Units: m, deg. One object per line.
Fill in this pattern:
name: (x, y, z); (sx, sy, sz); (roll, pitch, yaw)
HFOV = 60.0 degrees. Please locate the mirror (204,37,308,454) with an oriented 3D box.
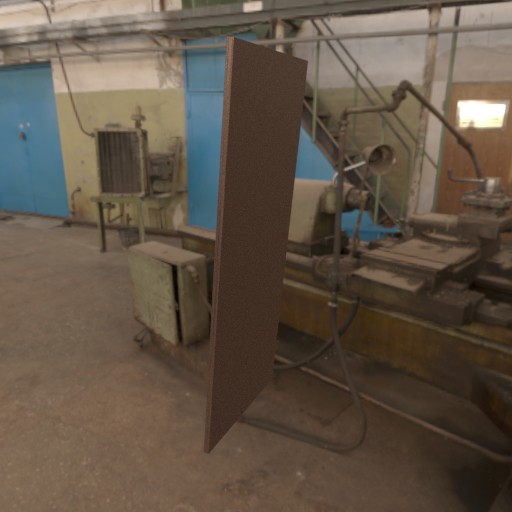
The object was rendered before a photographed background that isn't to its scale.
mirror: (0.000, 0.000, 2.393); (0.221, 2.020, 0.812); (8, 19, 26)
